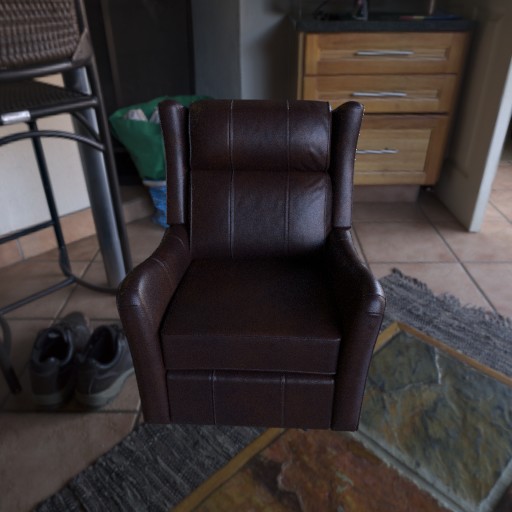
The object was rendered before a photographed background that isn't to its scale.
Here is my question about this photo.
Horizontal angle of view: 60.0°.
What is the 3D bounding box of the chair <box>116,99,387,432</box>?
[{"bbox_3d":[0.000,0.000,1.818,0.869,1.084,1.008,1,31,2],"label":"chair"}]
